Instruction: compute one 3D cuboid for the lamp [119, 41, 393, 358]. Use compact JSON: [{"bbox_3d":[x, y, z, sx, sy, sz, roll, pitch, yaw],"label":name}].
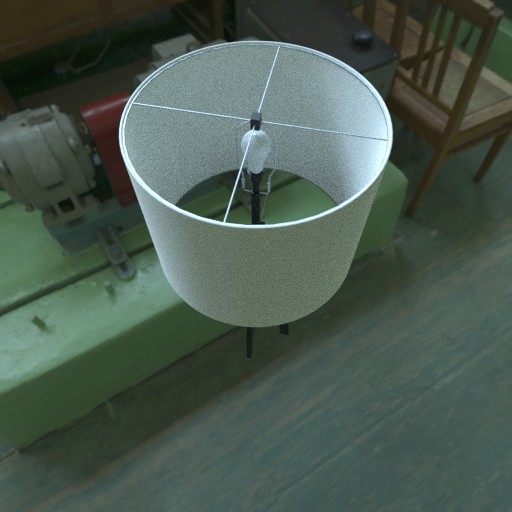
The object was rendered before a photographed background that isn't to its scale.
[{"bbox_3d":[0.000,0.000,0.624,0.257,0.489,0.257,-29,62,-17],"label":"lamp"}]
